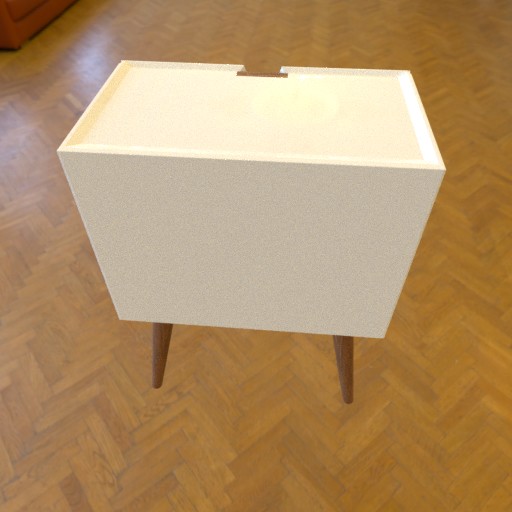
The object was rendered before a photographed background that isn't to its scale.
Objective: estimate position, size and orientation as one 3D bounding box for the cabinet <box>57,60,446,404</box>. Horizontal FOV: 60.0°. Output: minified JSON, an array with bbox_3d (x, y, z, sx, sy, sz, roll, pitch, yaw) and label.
[{"bbox_3d":[0.000,0.000,1.063,0.591,0.772,0.344,3,46,3],"label":"cabinet"}]
